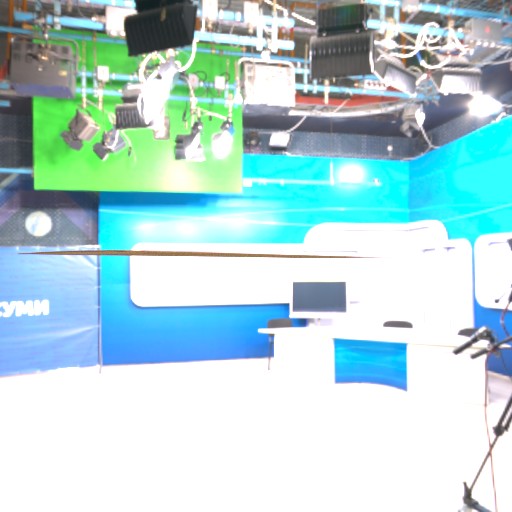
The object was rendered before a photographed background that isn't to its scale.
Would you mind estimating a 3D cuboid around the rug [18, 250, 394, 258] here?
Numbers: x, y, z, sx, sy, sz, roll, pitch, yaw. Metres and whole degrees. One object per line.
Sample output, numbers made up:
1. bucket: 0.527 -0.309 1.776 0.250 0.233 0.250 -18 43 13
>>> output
1. rug: 0.000 0.000 2.691 0.799 0.010 2.444 -1 -1 38
